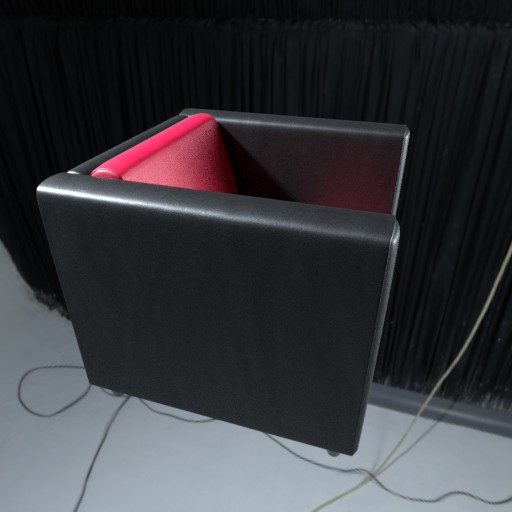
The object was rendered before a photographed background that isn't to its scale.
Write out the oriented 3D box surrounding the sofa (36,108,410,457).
[{"bbox_3d":[0.000,0.000,1.409,0.809,0.724,0.839,9,32,15],"label":"sofa"}]
